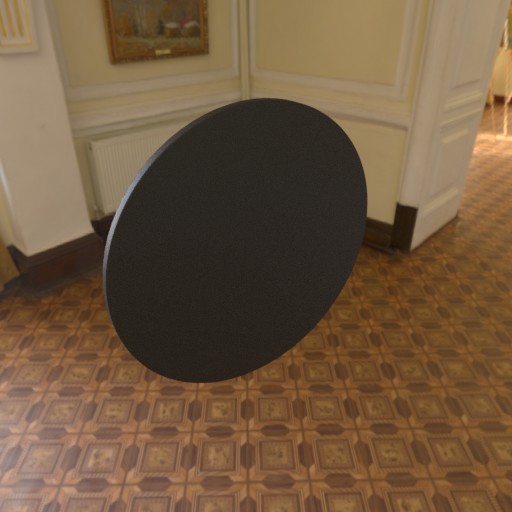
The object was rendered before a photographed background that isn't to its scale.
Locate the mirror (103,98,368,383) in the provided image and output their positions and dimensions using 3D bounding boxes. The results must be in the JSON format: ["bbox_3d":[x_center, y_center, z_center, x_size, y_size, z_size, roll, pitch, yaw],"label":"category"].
[{"bbox_3d":[0.000,0.000,1.593,1.077,1.077,0.036,-18,35,-29],"label":"mirror"}]
